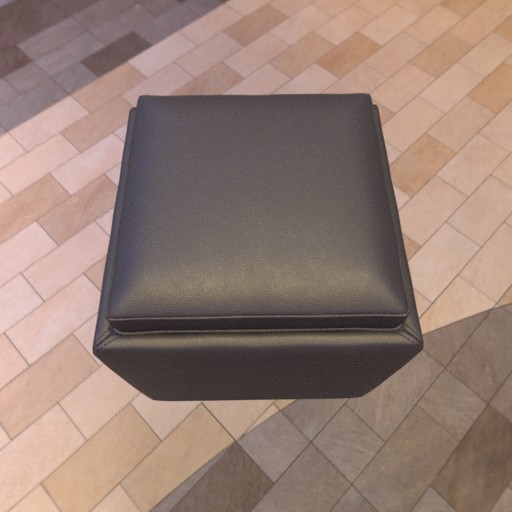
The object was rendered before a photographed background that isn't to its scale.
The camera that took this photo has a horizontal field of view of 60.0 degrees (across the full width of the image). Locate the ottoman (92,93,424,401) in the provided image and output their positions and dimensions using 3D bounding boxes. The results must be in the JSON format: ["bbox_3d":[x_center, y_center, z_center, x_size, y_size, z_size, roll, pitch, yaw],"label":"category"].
[{"bbox_3d":[0.000,0.000,0.810,0.450,0.460,0.451,-1,63,0],"label":"ottoman"}]
